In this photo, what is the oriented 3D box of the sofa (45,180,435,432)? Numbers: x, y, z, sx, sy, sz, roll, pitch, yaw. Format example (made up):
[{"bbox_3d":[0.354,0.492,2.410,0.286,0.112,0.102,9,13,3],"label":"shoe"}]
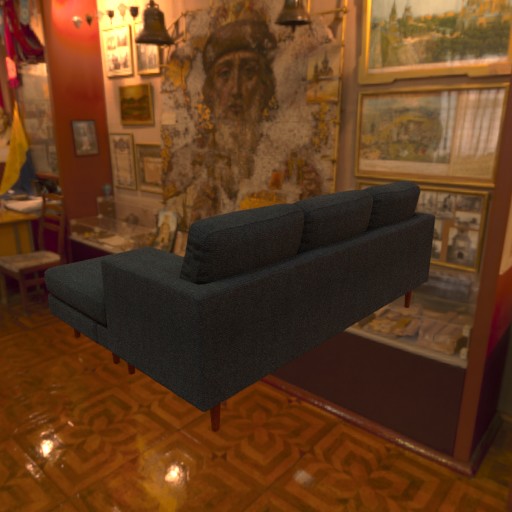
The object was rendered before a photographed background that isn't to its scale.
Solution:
[{"bbox_3d":[0.000,0.000,2.989,1.504,0.956,2.233,15,22,41],"label":"sofa"}]
